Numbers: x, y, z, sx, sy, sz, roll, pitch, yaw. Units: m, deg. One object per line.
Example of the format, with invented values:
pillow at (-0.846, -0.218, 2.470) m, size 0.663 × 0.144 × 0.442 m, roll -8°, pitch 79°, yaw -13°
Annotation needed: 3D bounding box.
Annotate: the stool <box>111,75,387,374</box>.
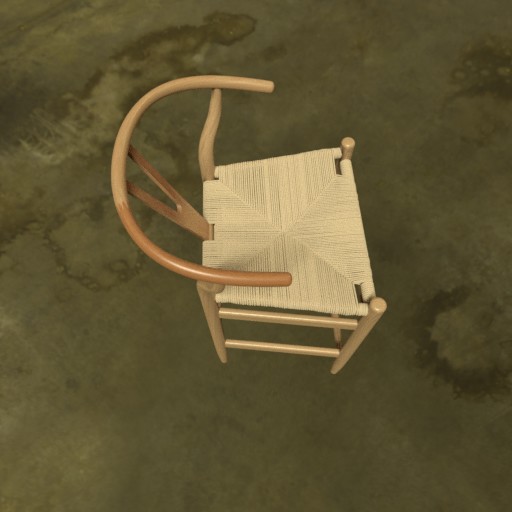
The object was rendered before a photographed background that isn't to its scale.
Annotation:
stool at (0.000, 0.000, 1.291) m, size 0.575 × 0.923 × 0.536 m, roll -2°, pitch 63°, yaw -1°
